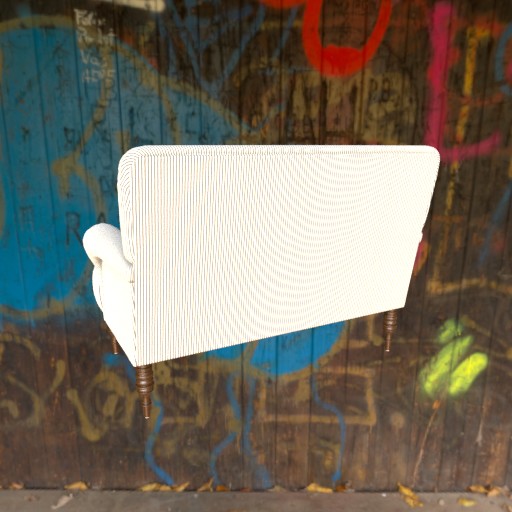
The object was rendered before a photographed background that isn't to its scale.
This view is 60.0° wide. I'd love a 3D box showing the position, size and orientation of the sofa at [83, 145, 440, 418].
[{"bbox_3d":[0.000,0.000,1.836,1.297,0.889,0.779,-7,16,-27],"label":"sofa"}]
